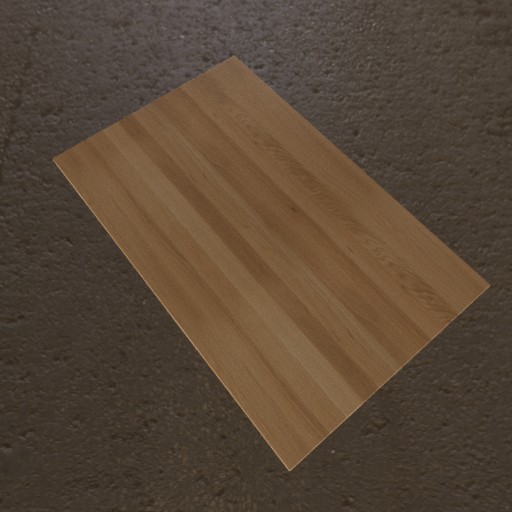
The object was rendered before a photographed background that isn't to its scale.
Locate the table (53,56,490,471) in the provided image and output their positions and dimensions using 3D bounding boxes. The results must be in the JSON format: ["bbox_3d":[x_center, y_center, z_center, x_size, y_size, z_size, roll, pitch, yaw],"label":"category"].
[{"bbox_3d":[0.000,0.000,1.487,0.700,0.510,1.100,-36,70,-16],"label":"table"}]
